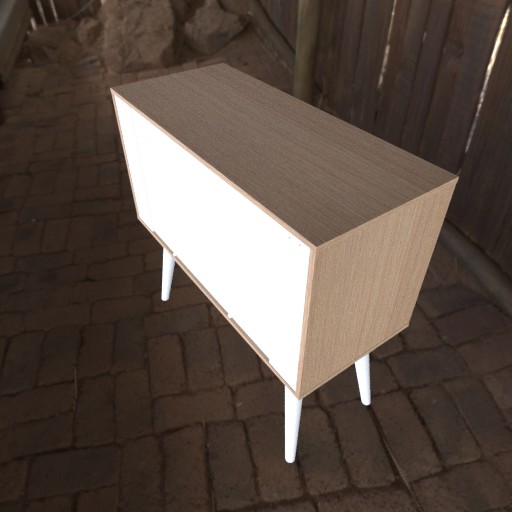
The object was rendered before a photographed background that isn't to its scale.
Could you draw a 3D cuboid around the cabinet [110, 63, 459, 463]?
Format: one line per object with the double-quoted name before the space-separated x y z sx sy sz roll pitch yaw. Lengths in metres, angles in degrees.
"cabinet" 0.000 0.000 1.626 0.470 1.016 1.057 -25 47 -26
